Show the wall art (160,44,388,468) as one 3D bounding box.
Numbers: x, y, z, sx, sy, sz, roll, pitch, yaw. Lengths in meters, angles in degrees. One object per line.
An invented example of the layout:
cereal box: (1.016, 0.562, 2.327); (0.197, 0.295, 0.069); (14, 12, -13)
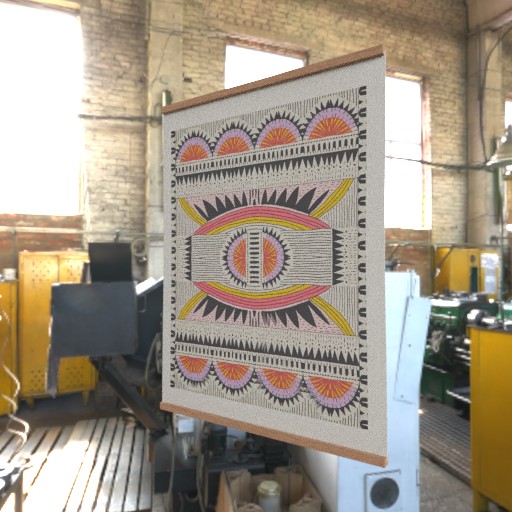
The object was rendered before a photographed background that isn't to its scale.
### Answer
wall art: (0.000, 0.000, 1.288); (0.765, 1.016, 0.028); (-1, -1, 34)
